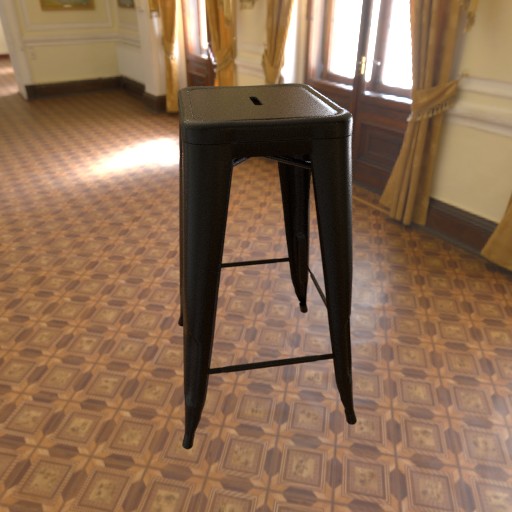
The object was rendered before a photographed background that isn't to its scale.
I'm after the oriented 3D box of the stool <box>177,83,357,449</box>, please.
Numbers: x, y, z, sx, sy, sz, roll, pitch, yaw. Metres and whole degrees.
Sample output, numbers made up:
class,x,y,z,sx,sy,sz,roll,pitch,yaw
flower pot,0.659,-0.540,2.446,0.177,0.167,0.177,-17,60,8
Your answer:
class,x,y,z,sx,sy,sz,roll,pitch,yaw
stool,0.000,0.000,0.895,0.423,0.609,0.455,-11,33,-18
